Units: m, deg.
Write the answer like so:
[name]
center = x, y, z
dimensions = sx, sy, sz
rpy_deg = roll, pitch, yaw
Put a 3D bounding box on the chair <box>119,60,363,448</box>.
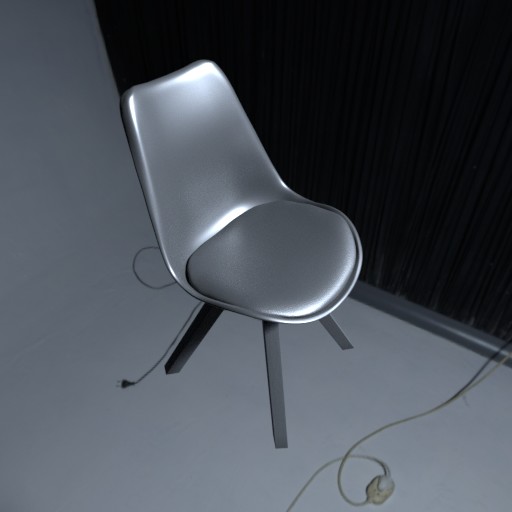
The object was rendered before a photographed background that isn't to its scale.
[chair]
center = 0.000, 0.000, 1.171
dimensions = 0.530, 0.850, 0.485
rpy_deg = 25, 47, 26
